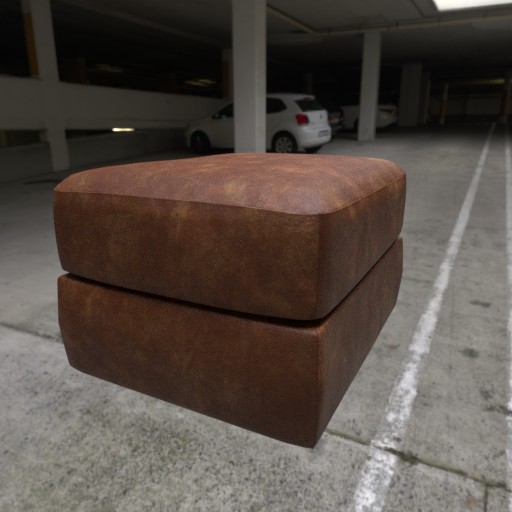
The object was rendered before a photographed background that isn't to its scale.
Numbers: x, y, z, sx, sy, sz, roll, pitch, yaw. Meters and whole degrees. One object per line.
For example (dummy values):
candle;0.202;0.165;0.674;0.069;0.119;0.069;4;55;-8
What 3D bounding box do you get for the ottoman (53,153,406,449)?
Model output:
ottoman;0.000;0.000;1.105;0.603;0.476;0.751;8;18;26
